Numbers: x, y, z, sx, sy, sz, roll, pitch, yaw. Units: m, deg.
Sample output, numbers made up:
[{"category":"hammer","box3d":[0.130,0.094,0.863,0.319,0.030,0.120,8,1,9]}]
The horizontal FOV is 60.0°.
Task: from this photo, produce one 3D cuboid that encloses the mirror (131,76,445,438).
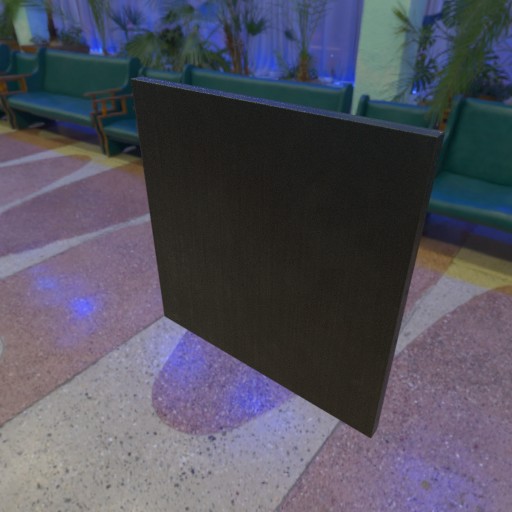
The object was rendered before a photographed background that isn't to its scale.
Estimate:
[{"category":"mirror","box3d":[0.000,0.000,0.558,0.382,0.381,0.020,23,39,32]}]
